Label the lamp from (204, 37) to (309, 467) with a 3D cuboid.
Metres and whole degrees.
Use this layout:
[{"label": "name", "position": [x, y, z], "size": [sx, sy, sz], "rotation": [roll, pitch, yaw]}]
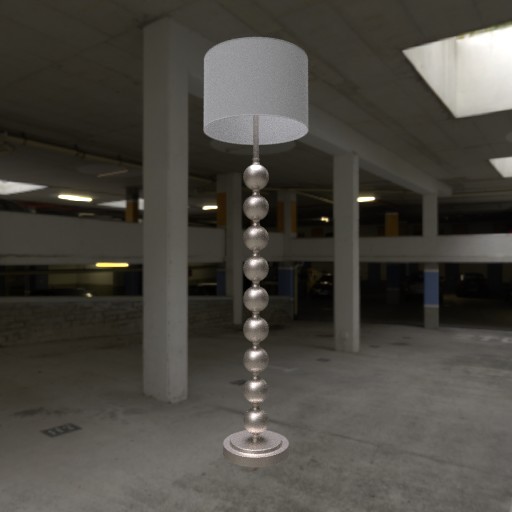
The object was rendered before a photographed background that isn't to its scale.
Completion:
[{"label": "lamp", "position": [0.000, 0.000, 1.673], "size": [0.394, 1.474, 0.394], "rotation": [0, 0, 35]}]
